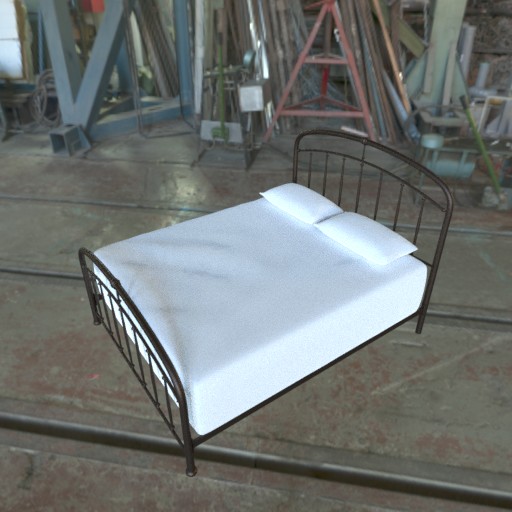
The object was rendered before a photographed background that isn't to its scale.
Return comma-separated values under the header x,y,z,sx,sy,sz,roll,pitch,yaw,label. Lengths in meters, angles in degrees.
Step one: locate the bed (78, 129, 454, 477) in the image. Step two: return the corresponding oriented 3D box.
x,y,z,sx,sy,sz,roll,pitch,yaw,label
0.000,0.000,3.328,2.180,1.425,1.711,-21,38,-30,bed
